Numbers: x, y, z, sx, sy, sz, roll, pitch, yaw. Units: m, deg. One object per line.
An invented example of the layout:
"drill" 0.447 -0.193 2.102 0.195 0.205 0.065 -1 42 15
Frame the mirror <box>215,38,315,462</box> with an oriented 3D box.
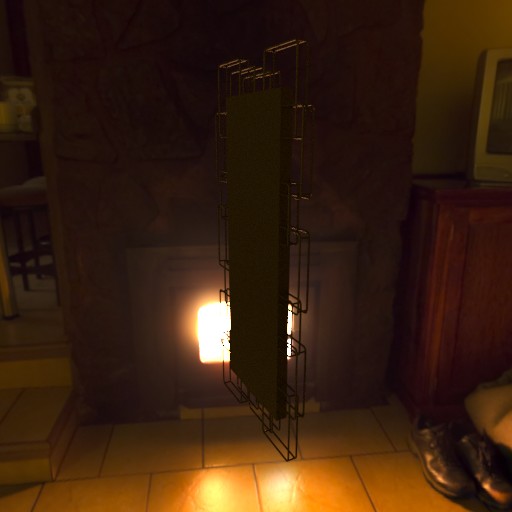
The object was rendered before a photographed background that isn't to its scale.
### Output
"mirror" 0.000 0.000 1.418 0.037 1.192 0.565 -8 17 -26
